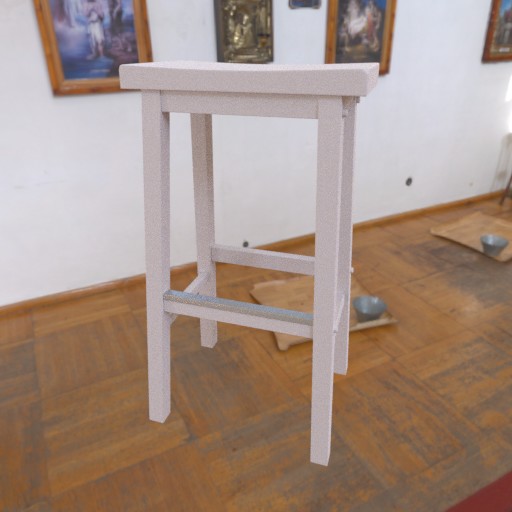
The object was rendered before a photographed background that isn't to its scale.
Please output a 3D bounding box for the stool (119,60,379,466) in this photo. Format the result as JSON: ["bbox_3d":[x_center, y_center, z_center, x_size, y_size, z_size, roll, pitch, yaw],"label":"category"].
[{"bbox_3d":[0.000,0.000,0.932,0.406,0.742,0.322,8,27,16],"label":"stool"}]
